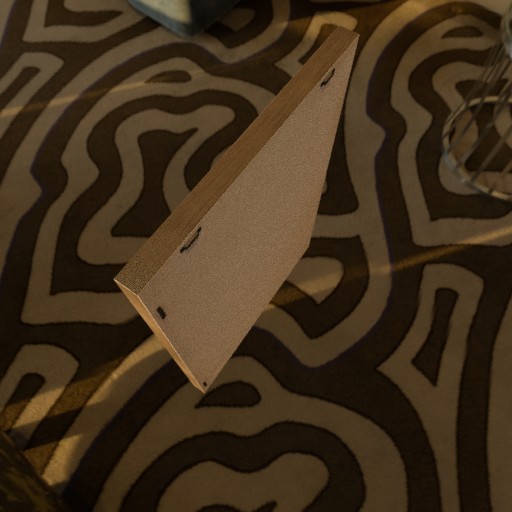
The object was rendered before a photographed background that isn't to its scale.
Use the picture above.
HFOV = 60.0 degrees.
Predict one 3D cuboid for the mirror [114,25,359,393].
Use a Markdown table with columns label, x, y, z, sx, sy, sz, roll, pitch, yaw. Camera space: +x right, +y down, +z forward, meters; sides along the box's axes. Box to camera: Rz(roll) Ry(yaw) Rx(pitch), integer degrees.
| label | x | y | z | sx | sy | sz | roll | pitch | yaw |
| --- | --- | --- | --- | --- | --- | --- | --- | --- | --- |
| mirror | 0.000 | 0.000 | 0.901 | 0.040 | 0.710 | 0.507 | 32 | 69 | 14 |
